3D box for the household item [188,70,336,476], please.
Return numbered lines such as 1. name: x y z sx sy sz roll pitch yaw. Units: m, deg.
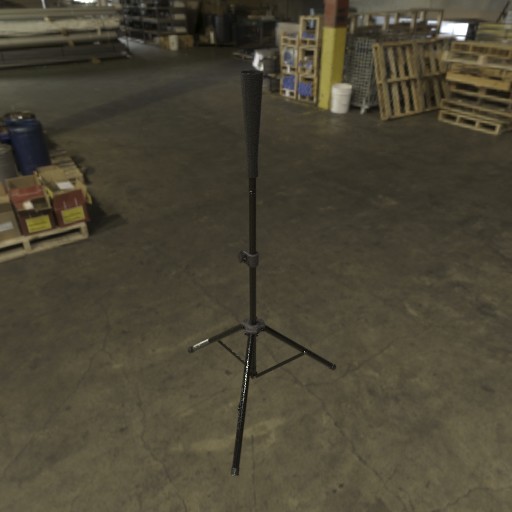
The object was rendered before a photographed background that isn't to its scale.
1. household item: 0.000 0.000 1.352 0.559 1.067 0.559 -20 37 -30
